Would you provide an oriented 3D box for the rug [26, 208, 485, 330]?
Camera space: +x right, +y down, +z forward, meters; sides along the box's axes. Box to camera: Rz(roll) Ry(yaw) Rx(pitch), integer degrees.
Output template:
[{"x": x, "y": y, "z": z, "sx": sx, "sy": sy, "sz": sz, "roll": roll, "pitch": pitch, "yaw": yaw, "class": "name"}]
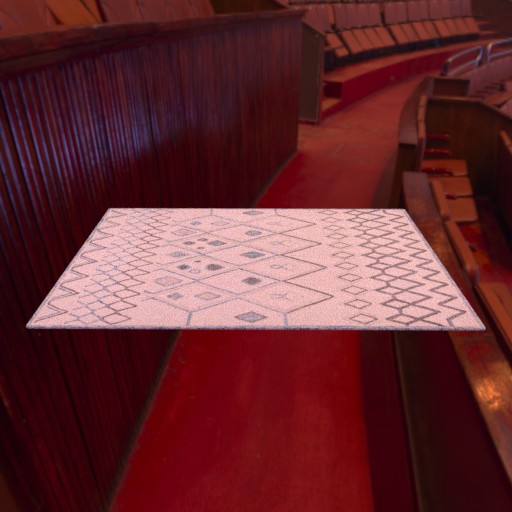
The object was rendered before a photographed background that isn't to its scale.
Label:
[{"x": 0.000, "y": 0.000, "z": 3.001, "sx": 2.439, "sy": 0.015, "sz": 1.524, "roll": 0, "pitch": 30, "yaw": 0, "class": "rug"}]
